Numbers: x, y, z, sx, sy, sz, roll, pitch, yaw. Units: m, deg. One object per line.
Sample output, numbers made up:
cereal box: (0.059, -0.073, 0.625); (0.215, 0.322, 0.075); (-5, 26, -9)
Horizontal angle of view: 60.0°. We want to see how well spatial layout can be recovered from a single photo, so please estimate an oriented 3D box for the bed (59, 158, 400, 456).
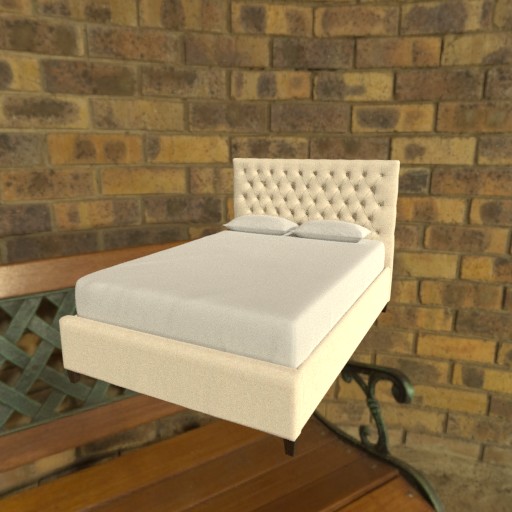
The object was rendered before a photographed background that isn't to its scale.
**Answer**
bed: (0.000, 0.000, 3.460); (1.698, 1.427, 2.387); (7, 15, 26)
